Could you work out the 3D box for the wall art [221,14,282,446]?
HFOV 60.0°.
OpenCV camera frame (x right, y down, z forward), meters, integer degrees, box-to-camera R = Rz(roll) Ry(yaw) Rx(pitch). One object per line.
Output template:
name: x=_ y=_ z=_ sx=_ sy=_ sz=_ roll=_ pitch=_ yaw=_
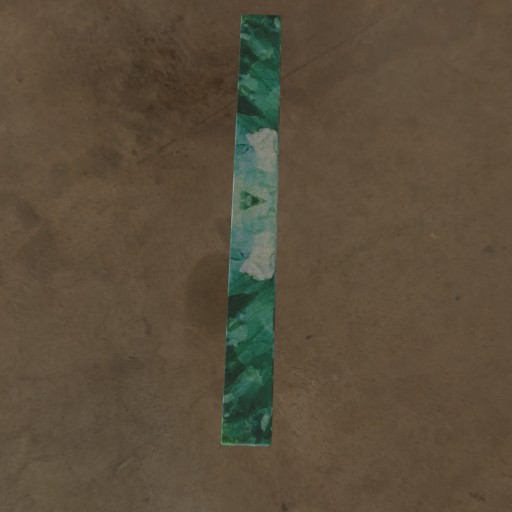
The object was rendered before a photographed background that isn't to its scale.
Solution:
wall art: x=0.000 y=0.000 z=0.460 sx=0.033 sy=0.313 sz=0.313 roll=2 pitch=77 yaw=0
